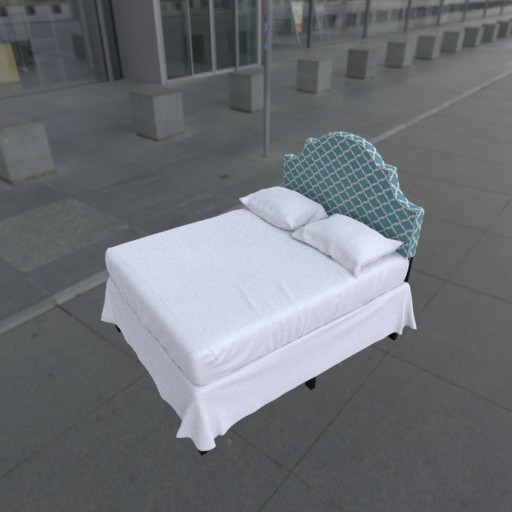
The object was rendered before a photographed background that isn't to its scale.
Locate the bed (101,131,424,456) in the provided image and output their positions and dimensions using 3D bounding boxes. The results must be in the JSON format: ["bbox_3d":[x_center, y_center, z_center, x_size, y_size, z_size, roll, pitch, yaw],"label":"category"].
[{"bbox_3d":[0.000,0.000,3.544,2.222,1.633,1.780,-20,37,-30],"label":"bed"}]
